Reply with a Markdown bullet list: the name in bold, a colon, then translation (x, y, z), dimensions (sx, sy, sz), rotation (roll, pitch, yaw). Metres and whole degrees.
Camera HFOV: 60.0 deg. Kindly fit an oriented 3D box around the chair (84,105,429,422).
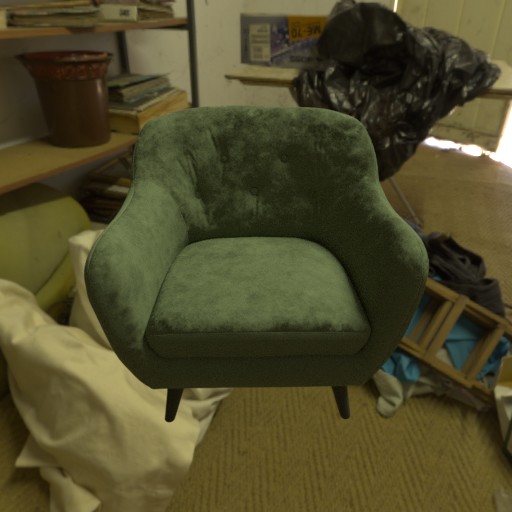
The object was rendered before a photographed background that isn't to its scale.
- **chair**: translation (0.000, 0.000, 1.453), dimensions (0.840, 0.804, 0.819), rotation (-1, 30, -1)
